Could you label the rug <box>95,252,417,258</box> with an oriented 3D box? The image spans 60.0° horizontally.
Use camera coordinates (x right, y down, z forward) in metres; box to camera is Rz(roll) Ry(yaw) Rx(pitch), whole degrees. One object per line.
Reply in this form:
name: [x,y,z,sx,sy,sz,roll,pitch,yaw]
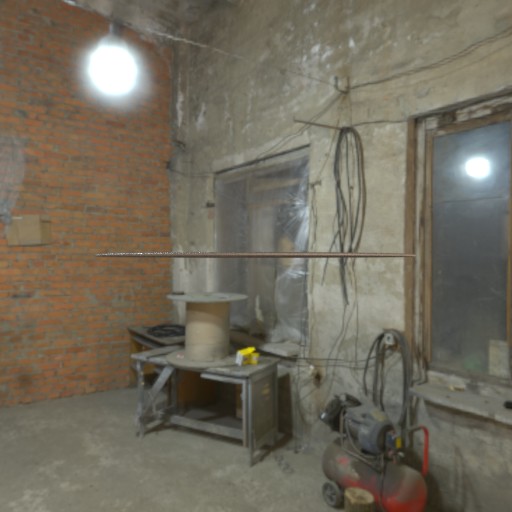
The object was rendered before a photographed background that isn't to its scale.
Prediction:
rug: [0.000,0.000,2.337,1.593,0.012,1.593,0,-1,0]
